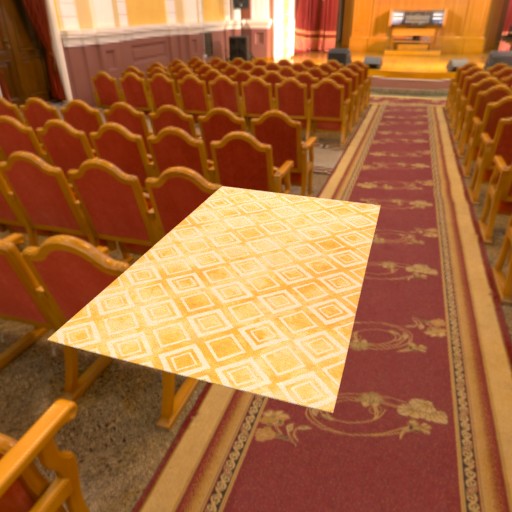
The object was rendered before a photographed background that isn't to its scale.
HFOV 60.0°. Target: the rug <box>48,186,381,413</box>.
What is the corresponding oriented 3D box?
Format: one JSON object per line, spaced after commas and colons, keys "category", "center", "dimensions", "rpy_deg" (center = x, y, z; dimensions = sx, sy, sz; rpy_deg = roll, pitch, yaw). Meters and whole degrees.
{"category": "rug", "center": [0.000, 0.000, 3.115], "dimensions": [1.511, 0.010, 2.424], "rpy_deg": [9, 31, 16]}
